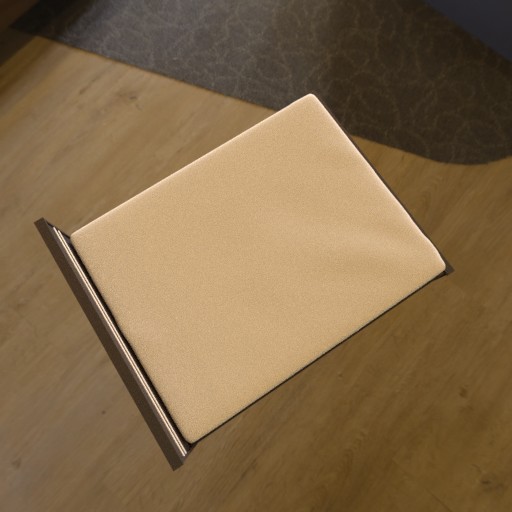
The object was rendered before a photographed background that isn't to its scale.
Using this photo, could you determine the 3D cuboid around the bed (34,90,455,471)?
[{"bbox_3d":[0.000,0.000,3.011,2.103,0.808,1.634,-32,78,-7],"label":"bed"}]
